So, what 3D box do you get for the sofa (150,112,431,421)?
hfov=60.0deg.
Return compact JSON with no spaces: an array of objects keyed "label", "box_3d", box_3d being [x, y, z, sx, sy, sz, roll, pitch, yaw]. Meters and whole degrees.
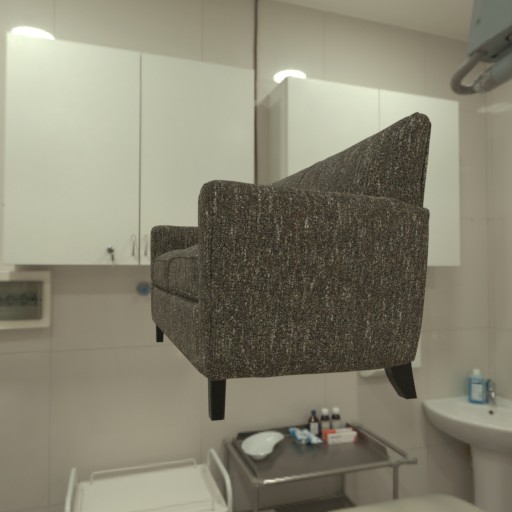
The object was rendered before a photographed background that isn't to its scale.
[{"label":"sofa","box_3d":[0.000,0.000,1.998,0.801,0.946,1.519,1,-2,-19]}]
